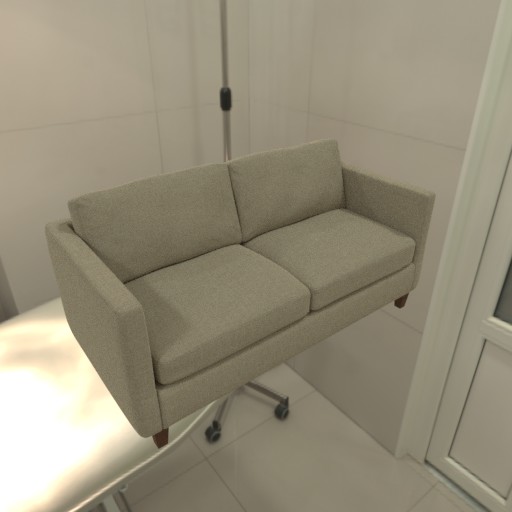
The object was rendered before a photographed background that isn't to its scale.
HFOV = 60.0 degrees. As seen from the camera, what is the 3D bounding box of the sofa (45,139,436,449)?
[{"bbox_3d":[0.000,0.000,2.425,1.884,0.947,0.951,-21,35,-32],"label":"sofa"}]
